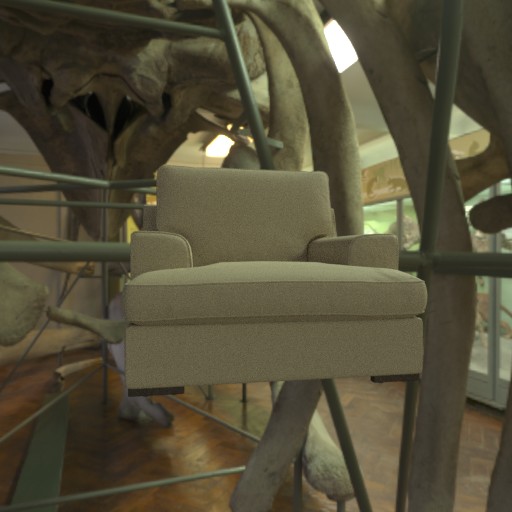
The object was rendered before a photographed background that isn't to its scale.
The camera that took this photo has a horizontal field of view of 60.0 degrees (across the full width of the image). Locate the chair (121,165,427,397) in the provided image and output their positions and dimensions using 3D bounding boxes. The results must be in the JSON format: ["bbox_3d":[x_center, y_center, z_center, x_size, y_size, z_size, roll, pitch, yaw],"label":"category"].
[{"bbox_3d":[0.000,0.000,2.186,1.293,1.005,1.274,0,0,-18],"label":"chair"}]
